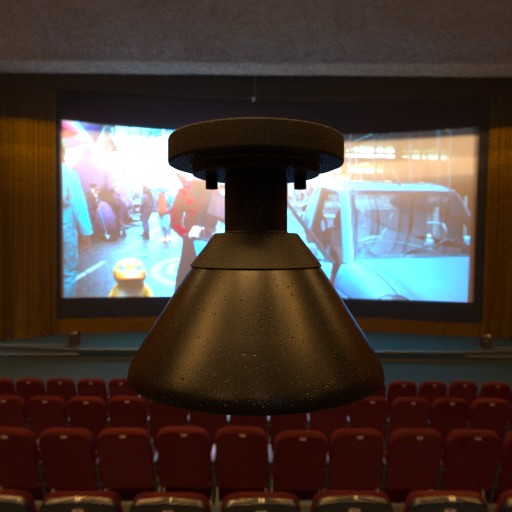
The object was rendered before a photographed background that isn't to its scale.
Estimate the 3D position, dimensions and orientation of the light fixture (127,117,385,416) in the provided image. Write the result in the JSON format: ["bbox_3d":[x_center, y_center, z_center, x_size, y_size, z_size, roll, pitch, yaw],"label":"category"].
[{"bbox_3d":[0.000,0.000,0.358,0.200,0.183,0.200,0,1,0],"label":"light fixture"}]
